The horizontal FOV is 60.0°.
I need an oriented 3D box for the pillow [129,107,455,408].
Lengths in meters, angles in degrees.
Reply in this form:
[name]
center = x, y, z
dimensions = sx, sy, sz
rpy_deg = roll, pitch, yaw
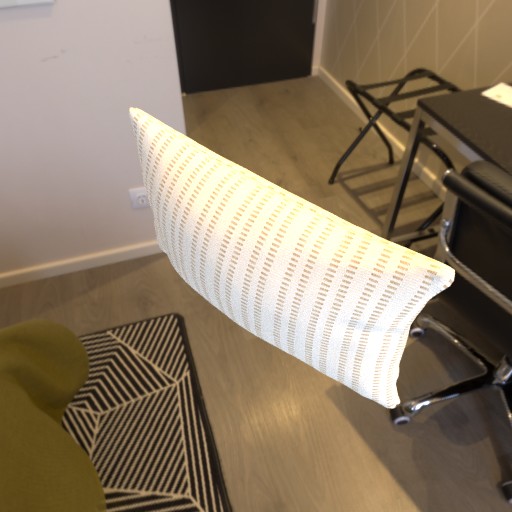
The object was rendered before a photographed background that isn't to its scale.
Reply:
[pillow]
center = 0.000, 0.000, 0.796
dimensions = 0.640, 0.353, 0.210
rpy_deg = 32, 54, 27
